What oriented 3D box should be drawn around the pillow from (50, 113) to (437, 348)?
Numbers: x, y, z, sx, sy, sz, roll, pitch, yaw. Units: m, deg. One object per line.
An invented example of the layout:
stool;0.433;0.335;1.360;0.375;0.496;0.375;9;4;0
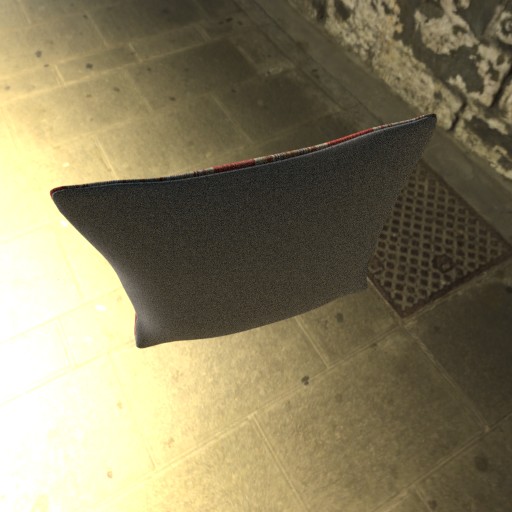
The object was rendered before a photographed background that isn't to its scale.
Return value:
pillow;0.000;0.000;0.644;0.437;0.419;0.136;-13;58;-8
